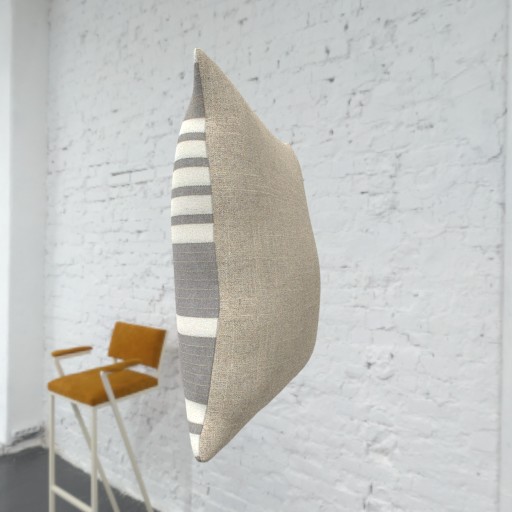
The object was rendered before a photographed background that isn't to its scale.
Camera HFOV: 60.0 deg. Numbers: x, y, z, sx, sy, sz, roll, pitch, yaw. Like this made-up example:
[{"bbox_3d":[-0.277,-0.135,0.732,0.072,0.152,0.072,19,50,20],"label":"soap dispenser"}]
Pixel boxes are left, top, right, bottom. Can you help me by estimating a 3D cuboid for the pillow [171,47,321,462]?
[{"bbox_3d":[0.000,0.000,0.660,0.182,0.440,0.439,0,0,17],"label":"pillow"}]
